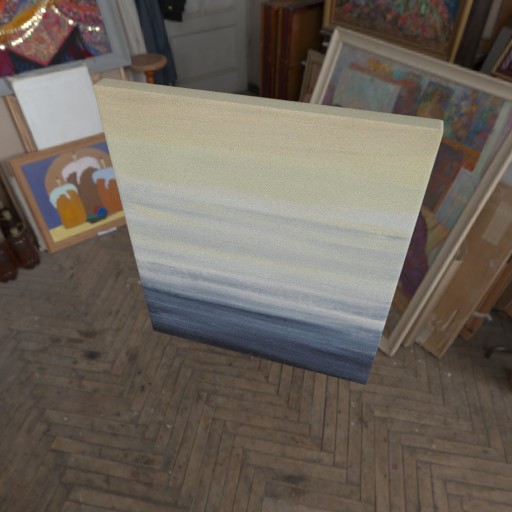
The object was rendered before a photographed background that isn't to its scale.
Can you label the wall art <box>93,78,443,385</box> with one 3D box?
[{"bbox_3d":[0.000,0.000,0.988,0.608,0.710,0.041,12,43,12],"label":"wall art"}]
